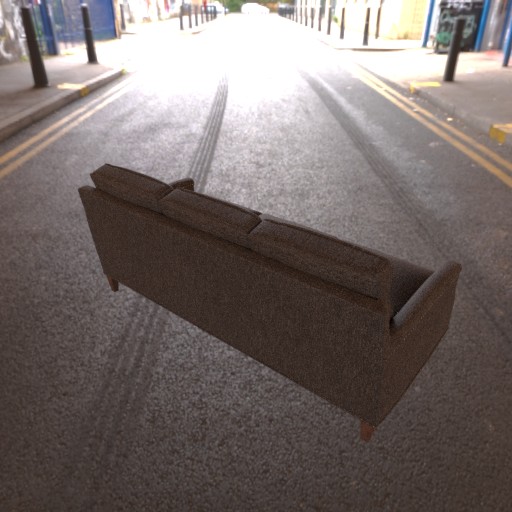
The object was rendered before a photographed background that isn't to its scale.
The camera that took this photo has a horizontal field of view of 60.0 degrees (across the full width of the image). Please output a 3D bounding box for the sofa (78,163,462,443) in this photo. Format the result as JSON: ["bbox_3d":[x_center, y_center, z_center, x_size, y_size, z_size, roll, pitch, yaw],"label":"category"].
[{"bbox_3d":[0.000,0.000,2.837,2.246,1.003,1.084,22,36,33],"label":"sofa"}]
